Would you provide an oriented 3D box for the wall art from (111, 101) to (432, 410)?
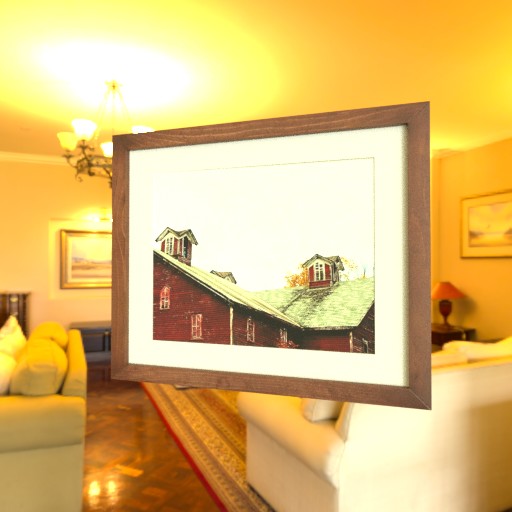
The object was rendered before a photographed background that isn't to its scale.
[{"bbox_3d":[0.000,0.000,0.548,0.401,0.328,0.030,0,-1,19],"label":"wall art"}]
